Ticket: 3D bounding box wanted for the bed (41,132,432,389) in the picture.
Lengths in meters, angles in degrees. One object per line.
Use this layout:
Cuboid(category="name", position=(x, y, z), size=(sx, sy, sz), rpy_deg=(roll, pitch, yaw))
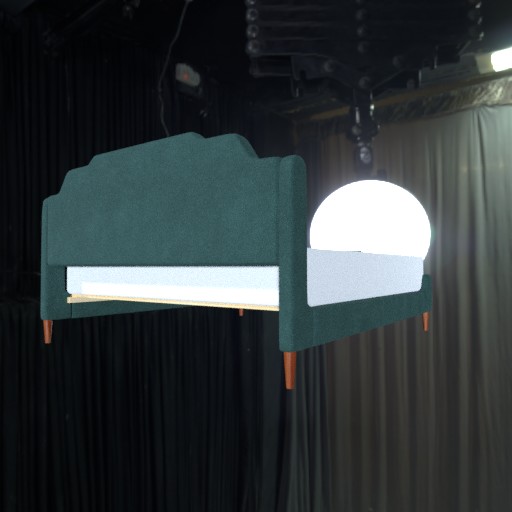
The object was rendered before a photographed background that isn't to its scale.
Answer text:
Cuboid(category="bed", position=(0.000, 0.000, 3.476), size=(2.074, 1.245, 2.340), rpy_deg=(-1, -2, 36))
